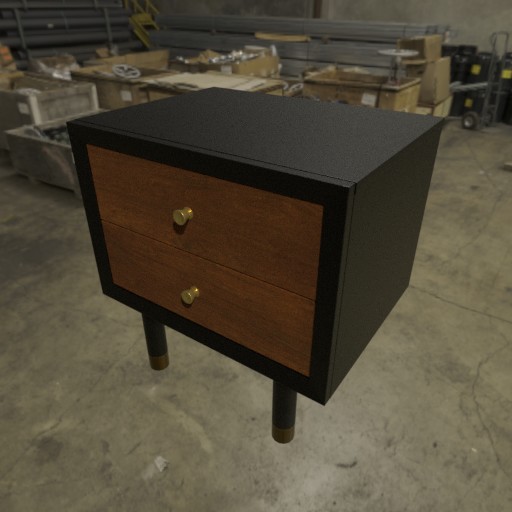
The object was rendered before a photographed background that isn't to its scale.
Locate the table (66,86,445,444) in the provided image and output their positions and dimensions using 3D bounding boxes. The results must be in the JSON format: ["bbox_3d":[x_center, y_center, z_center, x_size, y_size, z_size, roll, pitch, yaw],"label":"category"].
[{"bbox_3d":[0.000,0.000,0.968,0.564,0.584,0.441,19,36,29],"label":"table"}]
